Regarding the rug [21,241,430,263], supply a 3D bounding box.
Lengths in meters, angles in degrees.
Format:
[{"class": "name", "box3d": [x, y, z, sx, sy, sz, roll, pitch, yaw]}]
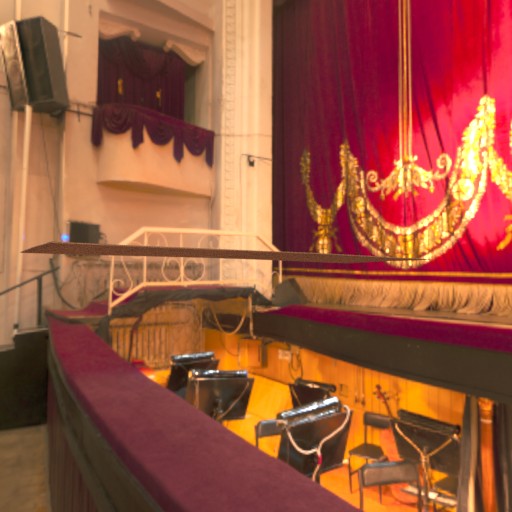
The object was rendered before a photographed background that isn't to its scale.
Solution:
[{"class": "rug", "box3d": [0.000, 0.000, 2.612, 2.390, 0.014, 0.741, 2, -4, -36]}]
